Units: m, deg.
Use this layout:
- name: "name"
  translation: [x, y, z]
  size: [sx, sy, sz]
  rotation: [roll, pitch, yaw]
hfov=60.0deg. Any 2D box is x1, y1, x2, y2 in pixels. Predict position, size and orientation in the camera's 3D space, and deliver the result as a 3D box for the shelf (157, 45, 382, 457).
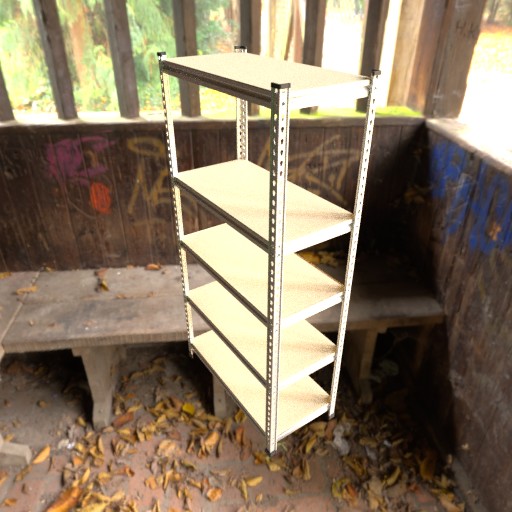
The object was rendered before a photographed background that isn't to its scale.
- name: "shelf"
  translation: [0.000, 0.000, 2.244]
  size: [0.457, 1.829, 0.914]
  rotation: [-20, 37, -29]
